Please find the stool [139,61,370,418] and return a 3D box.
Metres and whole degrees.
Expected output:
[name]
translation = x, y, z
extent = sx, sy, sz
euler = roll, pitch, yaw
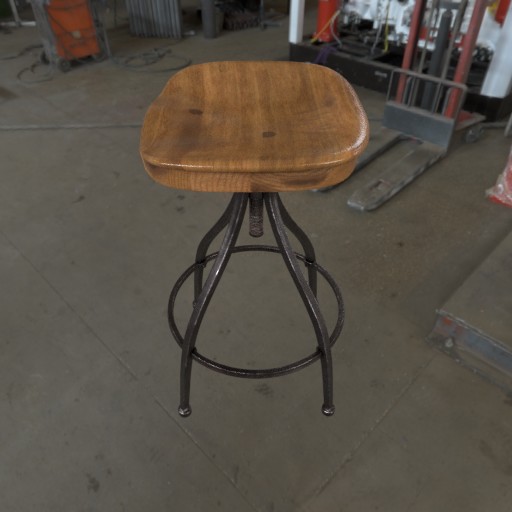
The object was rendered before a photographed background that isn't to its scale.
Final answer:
[stool]
translation = 0.000, 0.000, 0.973
extent = 0.424, 0.694, 0.432
euler = 0, 41, 0
